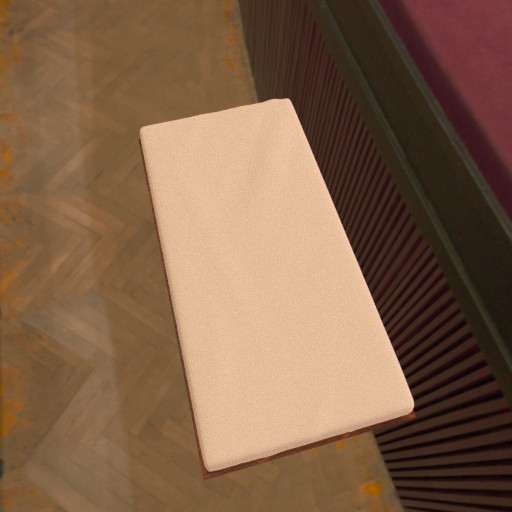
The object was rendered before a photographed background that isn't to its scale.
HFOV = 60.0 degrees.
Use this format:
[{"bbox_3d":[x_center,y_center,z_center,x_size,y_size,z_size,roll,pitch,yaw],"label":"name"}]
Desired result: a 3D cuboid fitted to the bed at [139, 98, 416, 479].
[{"bbox_3d":[0.000,0.000,2.265,0.940,0.312,1.860,-13,64,-7],"label":"bed"}]
